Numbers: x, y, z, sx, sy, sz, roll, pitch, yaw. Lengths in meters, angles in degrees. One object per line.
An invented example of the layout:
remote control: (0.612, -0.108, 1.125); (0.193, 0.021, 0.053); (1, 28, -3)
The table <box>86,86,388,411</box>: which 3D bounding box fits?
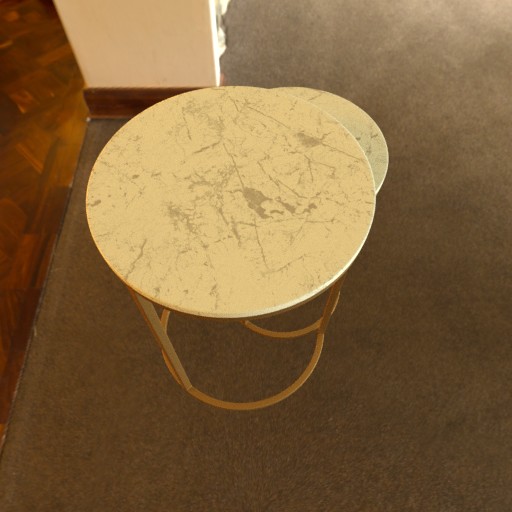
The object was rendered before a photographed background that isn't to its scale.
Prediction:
table: (0.000, 0.000, 0.878); (0.400, 0.550, 0.507); (36, 66, 19)
